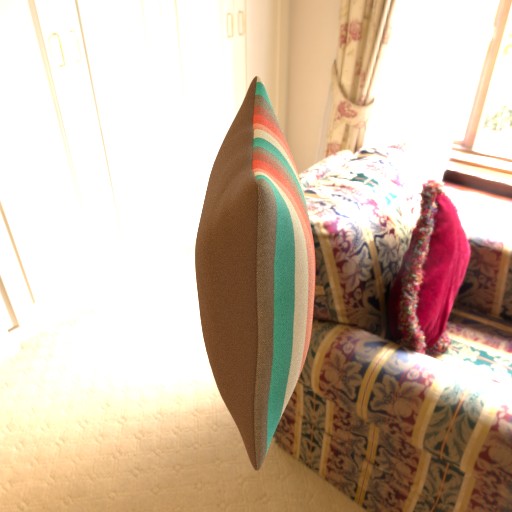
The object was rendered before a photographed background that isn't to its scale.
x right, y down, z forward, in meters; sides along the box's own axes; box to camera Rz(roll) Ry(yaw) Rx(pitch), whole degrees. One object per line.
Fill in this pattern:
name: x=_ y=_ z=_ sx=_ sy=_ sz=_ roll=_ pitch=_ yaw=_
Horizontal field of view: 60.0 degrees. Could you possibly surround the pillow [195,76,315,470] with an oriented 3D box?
pillow: x=0.000 y=0.000 z=0.691 sx=0.168 sy=0.443 sz=0.453 roll=0 pitch=33 yaw=0
